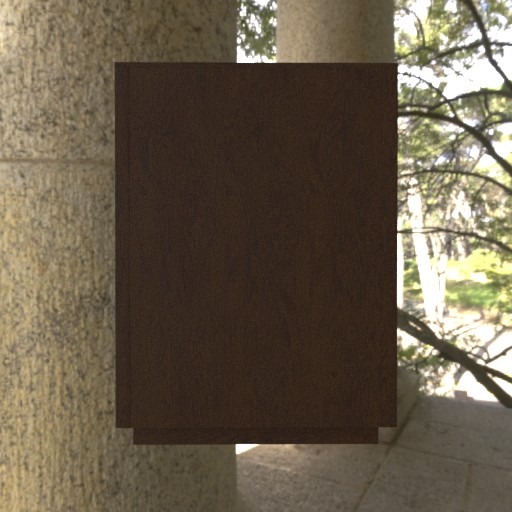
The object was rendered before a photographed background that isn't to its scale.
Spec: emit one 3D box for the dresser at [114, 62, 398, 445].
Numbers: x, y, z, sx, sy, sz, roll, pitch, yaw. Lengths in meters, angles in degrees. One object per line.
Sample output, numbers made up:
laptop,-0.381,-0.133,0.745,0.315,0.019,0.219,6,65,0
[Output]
dresser,0.000,0.000,1.769,0.964,1.320,0.516,0,1,0
